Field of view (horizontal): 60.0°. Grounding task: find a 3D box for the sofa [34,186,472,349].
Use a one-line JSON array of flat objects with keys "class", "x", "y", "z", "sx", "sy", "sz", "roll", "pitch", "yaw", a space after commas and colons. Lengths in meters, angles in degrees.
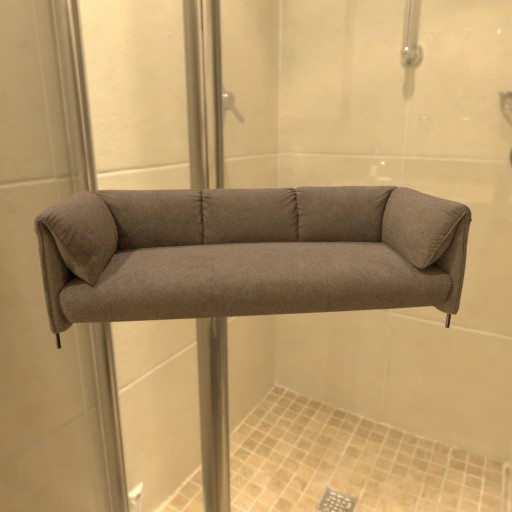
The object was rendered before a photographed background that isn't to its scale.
[{"class": "sofa", "x": 0.000, "y": 0.000, "z": 2.692, "sx": 2.238, "sy": 0.758, "sz": 0.899, "roll": -2, "pitch": 16, "yaw": -6}]
